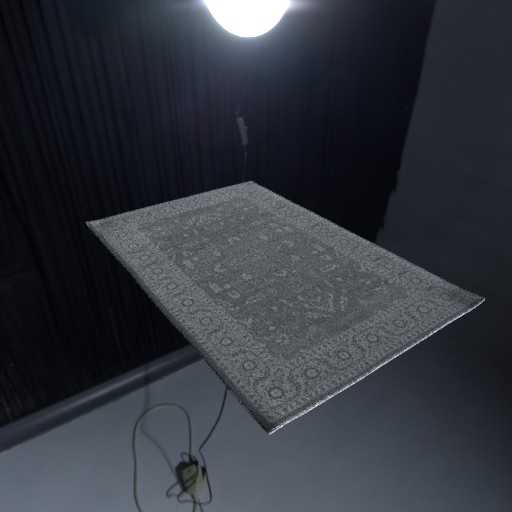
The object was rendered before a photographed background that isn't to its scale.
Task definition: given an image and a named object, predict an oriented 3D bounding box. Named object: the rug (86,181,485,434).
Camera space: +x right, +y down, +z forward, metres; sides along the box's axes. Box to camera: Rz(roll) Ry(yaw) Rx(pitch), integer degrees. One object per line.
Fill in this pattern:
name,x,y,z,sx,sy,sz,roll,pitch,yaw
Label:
rug,0.000,0.000,2.311,1.209,0.019,1.828,-20,36,-30
